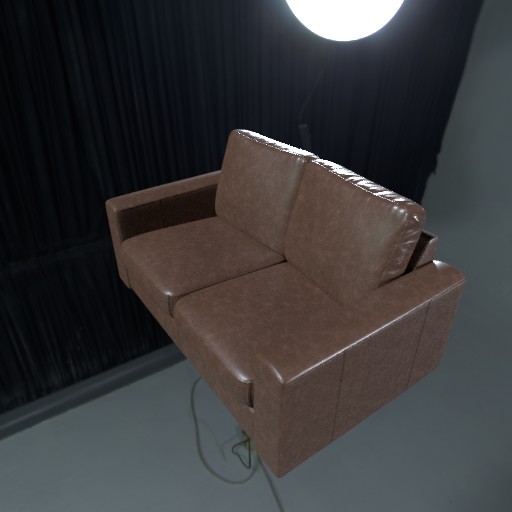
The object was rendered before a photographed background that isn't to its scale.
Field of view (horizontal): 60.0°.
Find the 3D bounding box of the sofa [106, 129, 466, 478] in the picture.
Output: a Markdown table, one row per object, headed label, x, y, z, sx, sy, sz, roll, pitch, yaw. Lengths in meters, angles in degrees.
| label | x | y | z | sx | sy | sz | roll | pitch | yaw |
| --- | --- | --- | --- | --- | --- | --- | --- | --- | --- |
| sofa | 0.000 | 0.000 | 2.209 | 1.016 | 0.873 | 1.616 | -21 | 38 | -29 |
